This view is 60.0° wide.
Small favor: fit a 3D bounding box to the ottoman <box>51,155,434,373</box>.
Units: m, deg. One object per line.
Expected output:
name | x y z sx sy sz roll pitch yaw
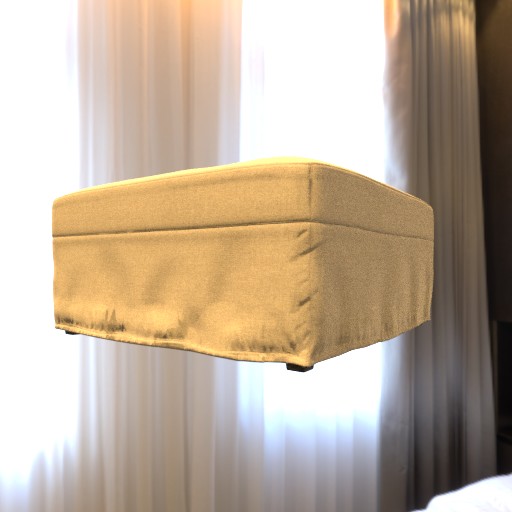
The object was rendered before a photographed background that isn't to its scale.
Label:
ottoman | 0.000 0.000 1.321 0.840 0.436 0.843 -1 -1 35
